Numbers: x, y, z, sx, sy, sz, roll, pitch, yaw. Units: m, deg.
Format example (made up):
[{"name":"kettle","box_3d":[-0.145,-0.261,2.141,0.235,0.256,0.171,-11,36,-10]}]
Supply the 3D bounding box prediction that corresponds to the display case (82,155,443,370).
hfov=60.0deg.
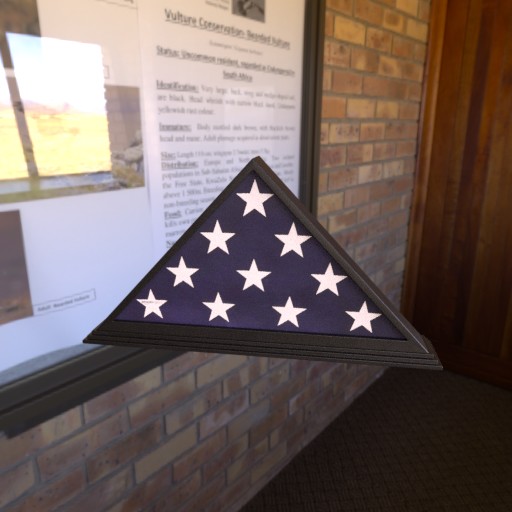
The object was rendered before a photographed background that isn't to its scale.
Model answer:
[{"name":"display case","box_3d":[0.000,0.000,0.778,0.640,0.340,0.095,2,17,8]}]
